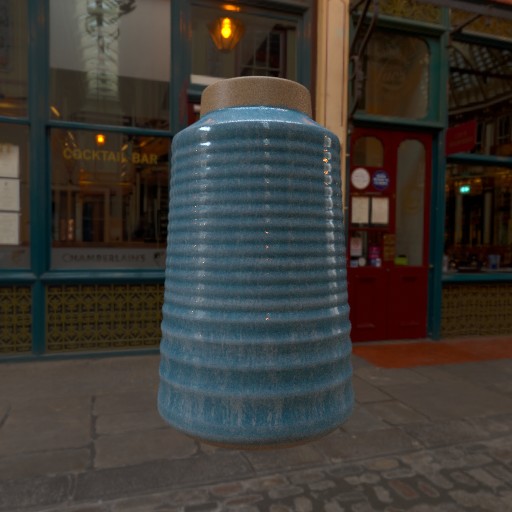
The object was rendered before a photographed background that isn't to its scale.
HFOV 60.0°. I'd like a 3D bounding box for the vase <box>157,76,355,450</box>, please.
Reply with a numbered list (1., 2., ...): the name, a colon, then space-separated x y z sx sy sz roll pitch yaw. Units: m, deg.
1. vase: 0.000 0.000 0.373 0.163 0.267 0.163 0 1 0
